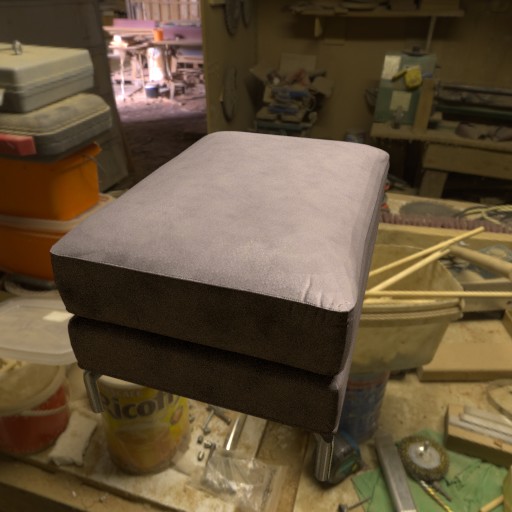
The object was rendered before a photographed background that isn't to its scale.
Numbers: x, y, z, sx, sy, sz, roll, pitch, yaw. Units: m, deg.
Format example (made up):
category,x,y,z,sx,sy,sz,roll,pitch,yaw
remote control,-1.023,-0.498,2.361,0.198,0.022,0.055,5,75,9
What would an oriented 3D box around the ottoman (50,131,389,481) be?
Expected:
category,x,y,z,sx,sy,sz,roll,pitch,yaw
ottoman,0.000,0.000,1.035,0.520,0.456,0.719,10,33,15
